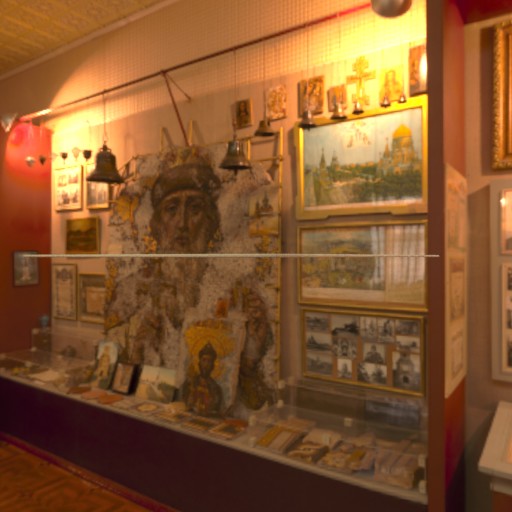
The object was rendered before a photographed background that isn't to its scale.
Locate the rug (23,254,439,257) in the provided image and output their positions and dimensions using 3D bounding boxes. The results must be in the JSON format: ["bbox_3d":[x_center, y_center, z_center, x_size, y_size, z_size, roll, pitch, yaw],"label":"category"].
[{"bbox_3d":[0.000,0.000,3.989,2.430,0.018,2.976,0,0,36],"label":"rug"}]
